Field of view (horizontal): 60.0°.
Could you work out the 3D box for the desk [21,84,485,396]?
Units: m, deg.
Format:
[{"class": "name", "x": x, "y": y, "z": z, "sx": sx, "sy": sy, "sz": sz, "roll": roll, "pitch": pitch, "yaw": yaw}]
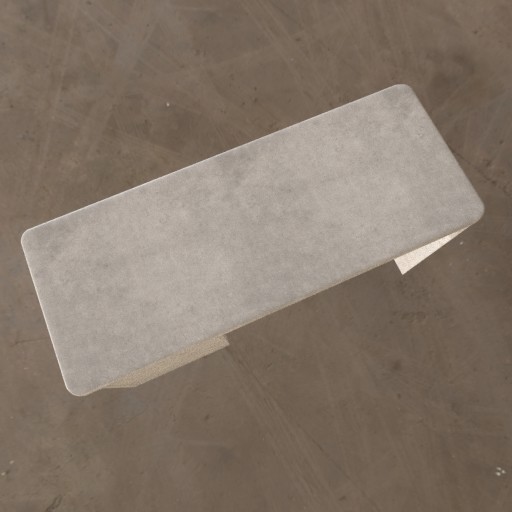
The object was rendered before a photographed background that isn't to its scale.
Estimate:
[{"class": "desk", "x": 0.000, "y": 0.000, "z": 1.768, "sx": 1.400, "sy": 0.755, "sz": 0.550, "roll": -23, "pitch": 76, "yaw": -6}]
